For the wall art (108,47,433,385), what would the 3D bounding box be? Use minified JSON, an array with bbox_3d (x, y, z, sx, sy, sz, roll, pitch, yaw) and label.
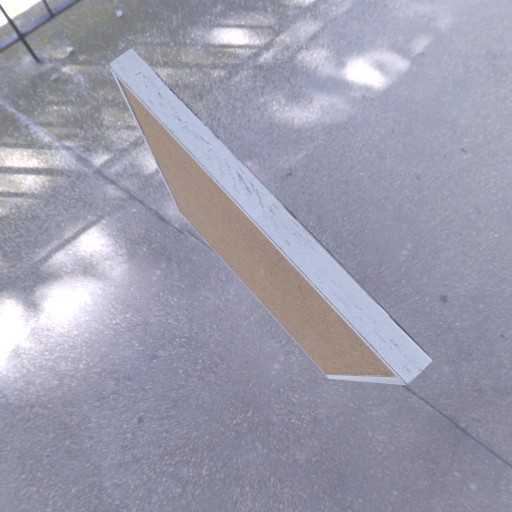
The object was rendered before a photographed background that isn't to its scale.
[{"bbox_3d":[0.000,0.000,0.746,0.038,0.508,0.508,-41,79,-10],"label":"wall art"}]
